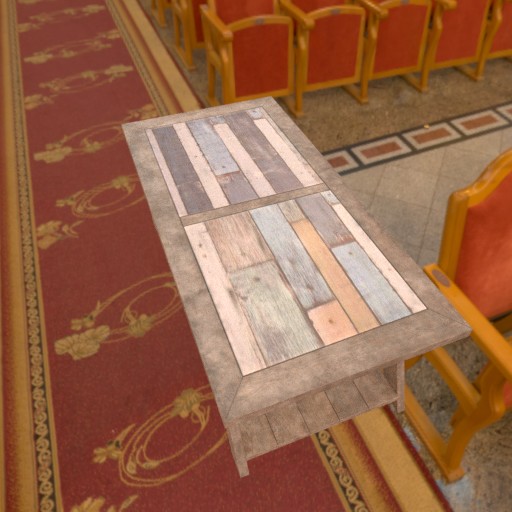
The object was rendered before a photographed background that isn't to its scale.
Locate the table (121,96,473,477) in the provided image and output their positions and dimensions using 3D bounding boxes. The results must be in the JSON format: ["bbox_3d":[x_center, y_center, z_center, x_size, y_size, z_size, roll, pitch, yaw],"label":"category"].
[{"bbox_3d":[0.000,0.000,1.517,0.610,0.470,1.219,-16,49,-14],"label":"table"}]
